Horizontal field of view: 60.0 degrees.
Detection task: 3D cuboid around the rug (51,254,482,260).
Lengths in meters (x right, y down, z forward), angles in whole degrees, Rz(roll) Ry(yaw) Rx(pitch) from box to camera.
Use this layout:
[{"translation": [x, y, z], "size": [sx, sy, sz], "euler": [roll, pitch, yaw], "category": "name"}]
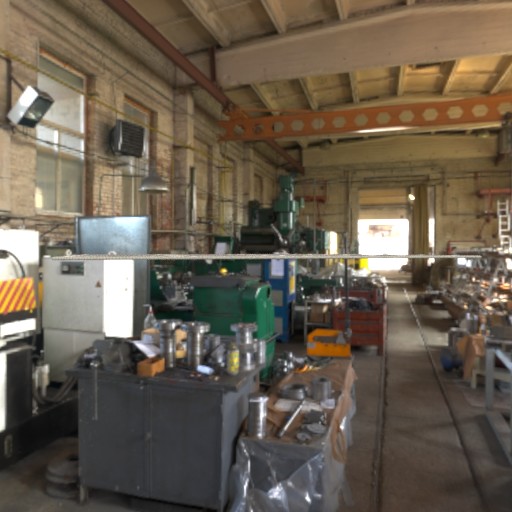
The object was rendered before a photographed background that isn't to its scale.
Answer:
[{"translation": [0.000, 0.000, 2.967], "size": [2.294, 0.014, 1.528], "euler": [0, 1, -16], "category": "rug"}]
